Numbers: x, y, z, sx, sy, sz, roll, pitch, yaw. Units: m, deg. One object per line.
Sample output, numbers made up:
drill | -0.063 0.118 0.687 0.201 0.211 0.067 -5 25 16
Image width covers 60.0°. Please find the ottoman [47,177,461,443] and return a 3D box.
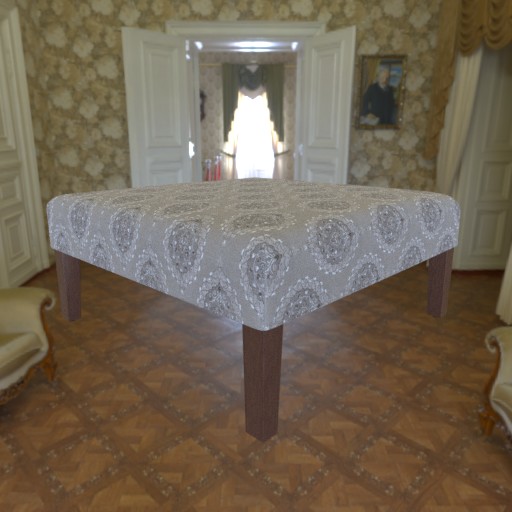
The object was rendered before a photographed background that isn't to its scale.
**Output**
ottoman | 0.000 0.000 1.365 0.889 0.411 0.890 14 20 42
